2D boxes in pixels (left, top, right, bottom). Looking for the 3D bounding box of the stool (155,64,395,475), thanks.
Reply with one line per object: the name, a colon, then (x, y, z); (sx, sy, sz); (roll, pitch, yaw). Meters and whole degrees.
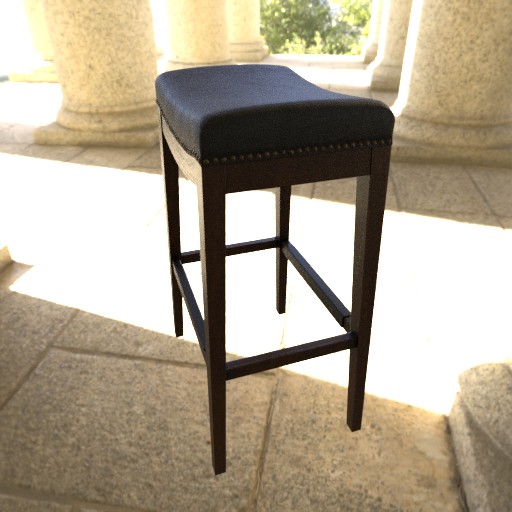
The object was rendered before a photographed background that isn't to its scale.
stool: (0.000, 0.000, 1.022); (0.361, 0.765, 0.500); (-10, 32, -16)
